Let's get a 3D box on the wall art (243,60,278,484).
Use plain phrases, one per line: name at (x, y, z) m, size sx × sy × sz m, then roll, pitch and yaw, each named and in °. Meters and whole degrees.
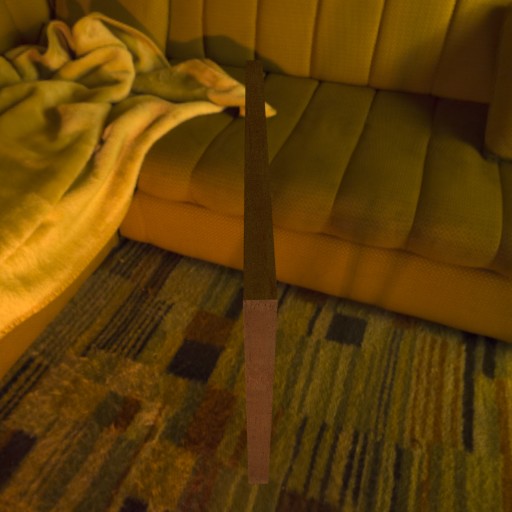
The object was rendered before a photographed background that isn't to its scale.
wall art at (0.000, 0.000, 1.727) m, size 0.070 × 1.009 × 1.320 m, roll -1°, pitch 44°, yaw -1°
